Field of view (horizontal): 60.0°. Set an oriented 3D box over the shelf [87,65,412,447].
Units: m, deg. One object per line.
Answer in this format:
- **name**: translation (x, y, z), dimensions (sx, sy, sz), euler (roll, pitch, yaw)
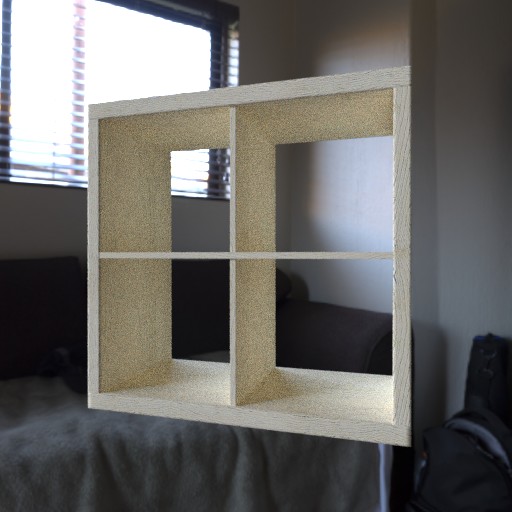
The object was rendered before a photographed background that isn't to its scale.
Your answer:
- **shelf**: translation (0.000, 0.000, 1.216), dimensions (0.790, 0.786, 0.390), euler (0, 0, 17)
